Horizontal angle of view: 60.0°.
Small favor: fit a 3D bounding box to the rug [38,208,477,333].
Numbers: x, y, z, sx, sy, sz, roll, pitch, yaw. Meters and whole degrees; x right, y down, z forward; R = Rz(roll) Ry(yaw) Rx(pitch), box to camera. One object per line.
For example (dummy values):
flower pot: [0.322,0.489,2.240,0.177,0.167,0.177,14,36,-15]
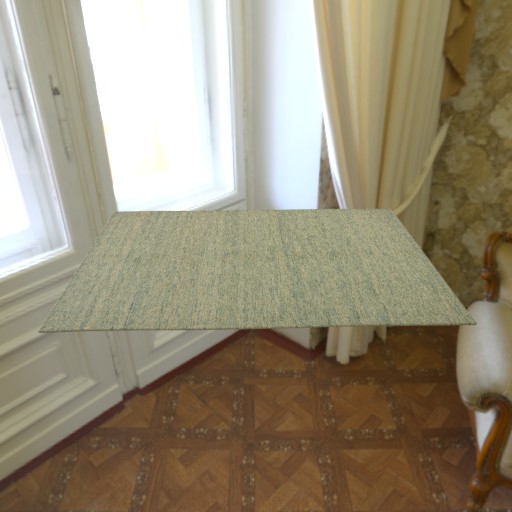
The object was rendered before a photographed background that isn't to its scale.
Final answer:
rug: [0.000,0.000,2.977,2.283,0.013,1.547,-1,29,-1]
